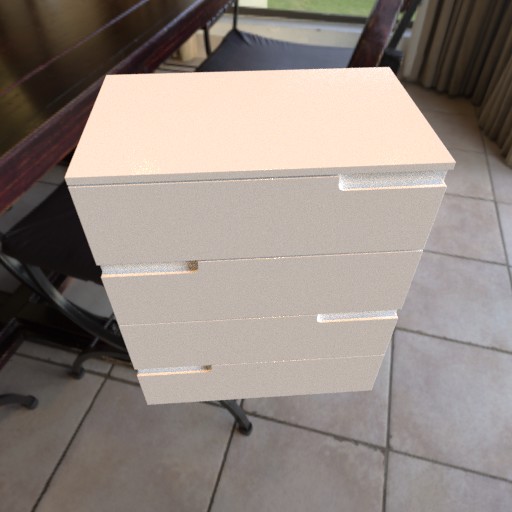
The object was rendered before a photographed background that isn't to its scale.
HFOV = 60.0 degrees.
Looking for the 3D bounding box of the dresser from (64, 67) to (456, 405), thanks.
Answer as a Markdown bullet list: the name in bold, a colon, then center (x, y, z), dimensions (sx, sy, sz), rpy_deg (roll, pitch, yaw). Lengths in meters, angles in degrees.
- **dresser**: center (0.000, 0.000, 1.156), dimensions (0.650, 0.800, 0.400), rpy_deg (-3, 45, -3)
